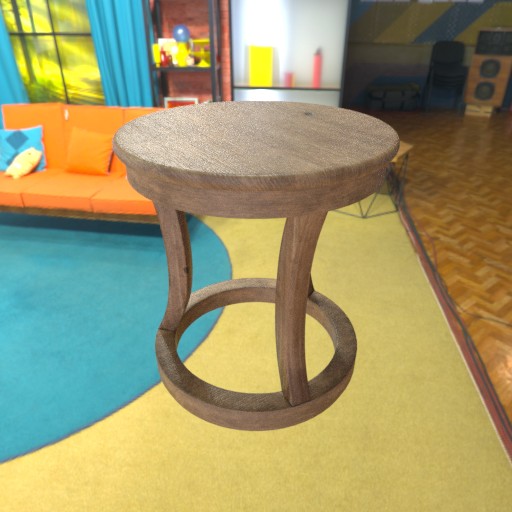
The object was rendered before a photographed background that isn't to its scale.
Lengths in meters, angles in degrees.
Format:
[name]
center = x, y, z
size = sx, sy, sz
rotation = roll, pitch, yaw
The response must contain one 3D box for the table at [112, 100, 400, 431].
[table]
center = 0.000, 0.000, 0.802
size = 0.432, 0.460, 0.432
rotation = 0, 30, 0
